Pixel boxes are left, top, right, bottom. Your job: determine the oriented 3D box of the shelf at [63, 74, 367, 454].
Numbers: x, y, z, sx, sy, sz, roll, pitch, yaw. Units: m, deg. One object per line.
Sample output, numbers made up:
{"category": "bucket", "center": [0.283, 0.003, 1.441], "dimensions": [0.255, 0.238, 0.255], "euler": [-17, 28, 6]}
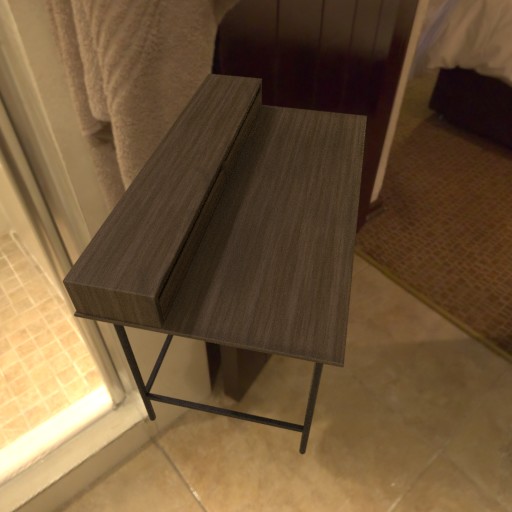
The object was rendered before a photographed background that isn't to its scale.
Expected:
{"category": "shelf", "center": [0.000, 0.000, 1.716], "dimensions": [0.685, 0.865, 1.212], "euler": [9, 46, 9]}
